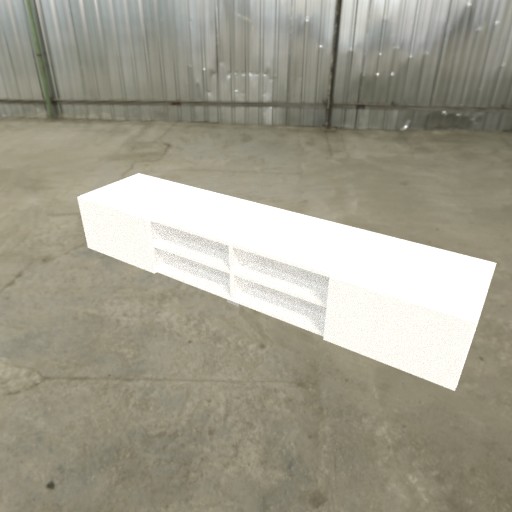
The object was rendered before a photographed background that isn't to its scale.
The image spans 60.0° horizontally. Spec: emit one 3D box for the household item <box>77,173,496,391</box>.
[{"bbox_3d":[0.000,0.000,2.001,1.850,0.310,0.420,18,34,28],"label":"household item"}]
